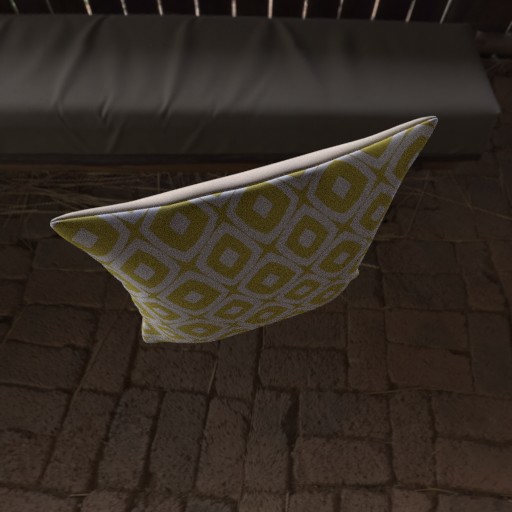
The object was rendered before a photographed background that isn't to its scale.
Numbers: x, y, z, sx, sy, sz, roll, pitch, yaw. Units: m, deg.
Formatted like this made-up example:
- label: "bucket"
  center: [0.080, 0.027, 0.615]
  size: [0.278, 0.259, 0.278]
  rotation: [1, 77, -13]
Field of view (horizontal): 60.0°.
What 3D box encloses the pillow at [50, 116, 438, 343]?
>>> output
- label: "pillow"
  center: [0.000, 0.000, 0.766]
  size: [0.504, 0.494, 0.188]
  rotation: [-17, 65, -8]
